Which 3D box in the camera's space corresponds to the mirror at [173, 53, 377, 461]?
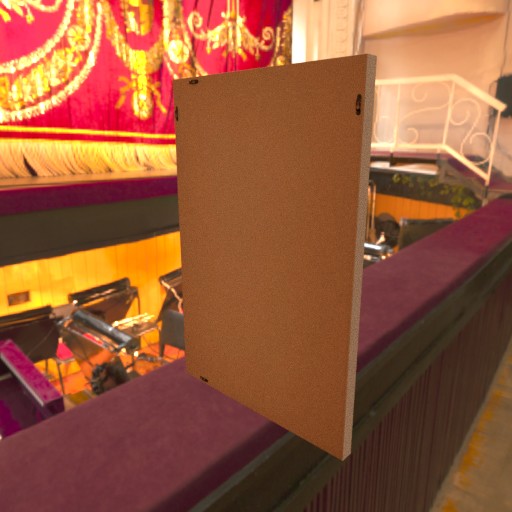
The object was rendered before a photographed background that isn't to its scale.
[{"bbox_3d":[0.000,0.000,1.170,0.609,0.915,0.041,14,21,41],"label":"mirror"}]
